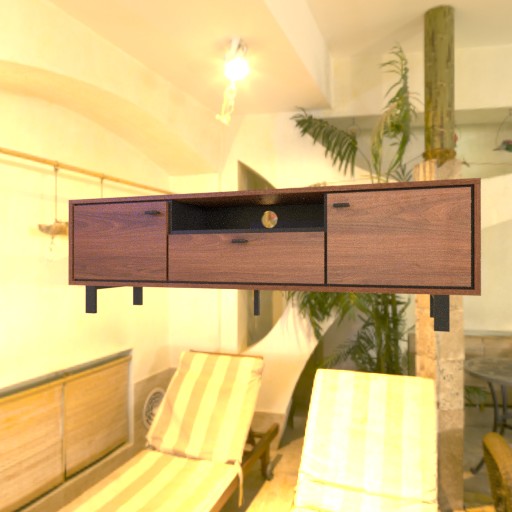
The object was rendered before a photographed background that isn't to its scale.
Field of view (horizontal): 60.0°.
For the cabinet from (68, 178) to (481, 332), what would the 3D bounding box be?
[{"bbox_3d":[0.000,0.000,1.856,1.650,0.500,0.400,0,0,19],"label":"cabinet"}]
